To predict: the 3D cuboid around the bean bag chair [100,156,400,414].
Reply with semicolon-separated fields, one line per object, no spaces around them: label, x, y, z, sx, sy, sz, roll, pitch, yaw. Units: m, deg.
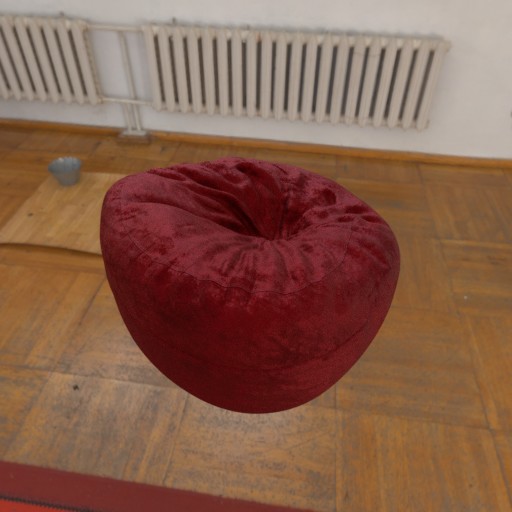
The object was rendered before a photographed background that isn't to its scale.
bean bag chair;0.000;0.000;2.412;1.524;0.878;1.524;-26;47;-27
